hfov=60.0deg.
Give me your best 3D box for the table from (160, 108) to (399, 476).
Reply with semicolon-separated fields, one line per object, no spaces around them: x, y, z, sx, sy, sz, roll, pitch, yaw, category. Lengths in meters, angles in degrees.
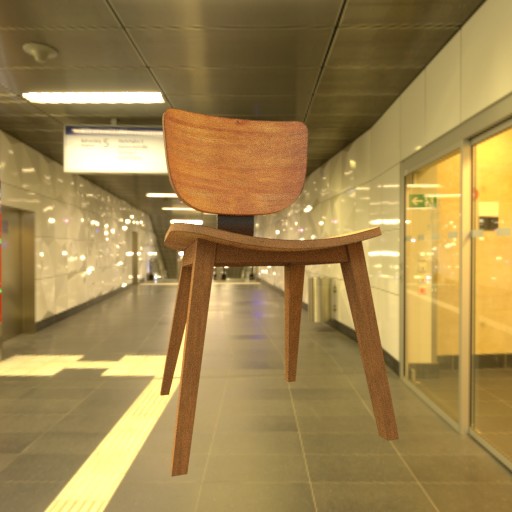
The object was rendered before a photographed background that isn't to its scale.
0.000;0.000;1.124;0.499;0.805;0.500;0;1;-19;table
